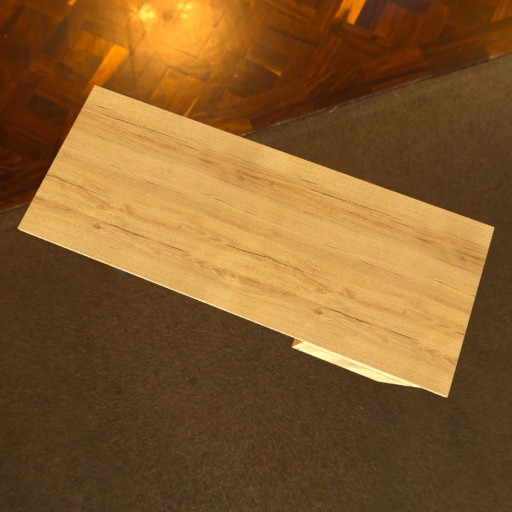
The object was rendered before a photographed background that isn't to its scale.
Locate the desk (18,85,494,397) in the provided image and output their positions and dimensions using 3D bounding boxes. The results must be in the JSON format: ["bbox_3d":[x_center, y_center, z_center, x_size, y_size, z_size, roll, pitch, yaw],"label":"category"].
[{"bbox_3d":[0.000,0.000,1.767,1.400,0.760,0.550,21,77,5],"label":"desk"}]
